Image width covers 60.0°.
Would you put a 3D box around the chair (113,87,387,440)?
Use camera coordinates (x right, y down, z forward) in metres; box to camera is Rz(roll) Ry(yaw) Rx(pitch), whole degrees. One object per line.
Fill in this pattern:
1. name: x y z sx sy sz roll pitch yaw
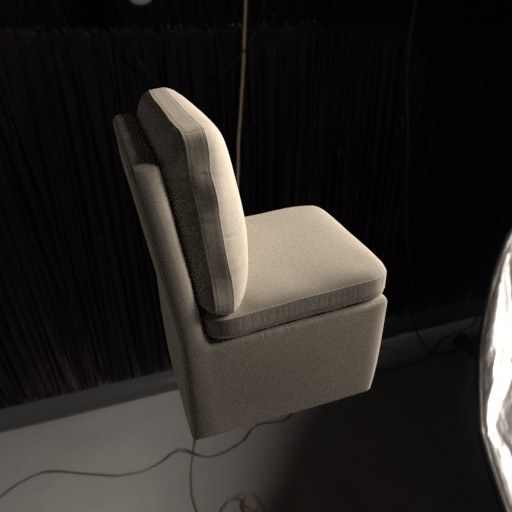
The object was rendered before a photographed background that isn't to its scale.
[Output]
1. chair: 0.000 0.000 1.353 0.698 0.927 0.503 -10 32 -17
